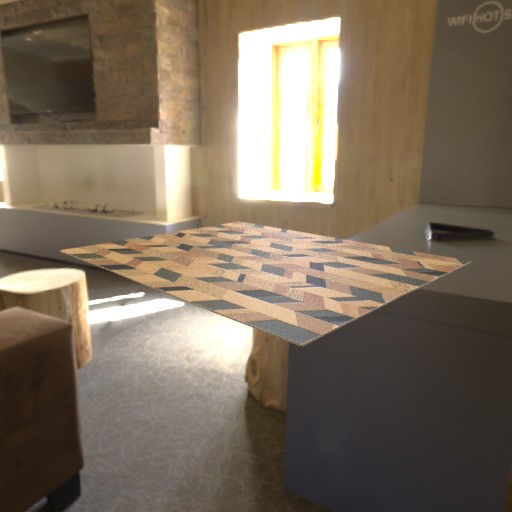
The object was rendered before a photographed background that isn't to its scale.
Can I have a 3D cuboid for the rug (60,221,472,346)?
[{"bbox_3d":[0.000,0.000,4.187,3.072,0.011,2.451,13,19,43],"label":"rug"}]
